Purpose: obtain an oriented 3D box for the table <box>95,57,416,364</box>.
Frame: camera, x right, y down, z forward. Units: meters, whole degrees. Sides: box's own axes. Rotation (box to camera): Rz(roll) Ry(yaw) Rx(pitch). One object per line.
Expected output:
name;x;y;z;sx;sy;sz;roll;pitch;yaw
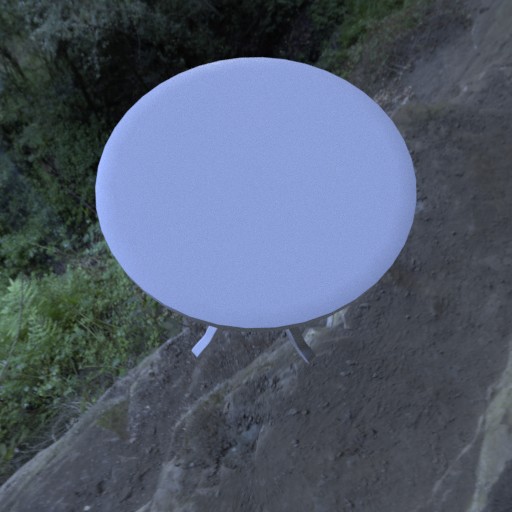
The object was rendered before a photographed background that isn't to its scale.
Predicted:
table;0.000;0.000;1.011;0.513;0.653;0.513;0;66;0
